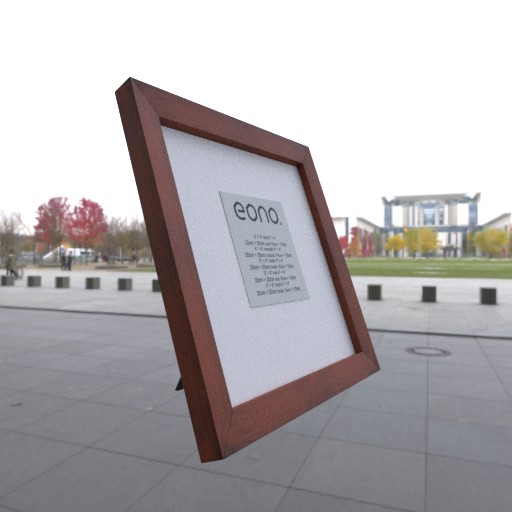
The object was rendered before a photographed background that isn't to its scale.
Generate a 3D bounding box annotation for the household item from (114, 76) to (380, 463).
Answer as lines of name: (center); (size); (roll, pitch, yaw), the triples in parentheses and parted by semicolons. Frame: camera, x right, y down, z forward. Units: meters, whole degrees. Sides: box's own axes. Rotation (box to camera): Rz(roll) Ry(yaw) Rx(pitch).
household item: (0.000, 0.000, 0.382); (0.131, 0.240, 0.240); (0, 0, 36)
